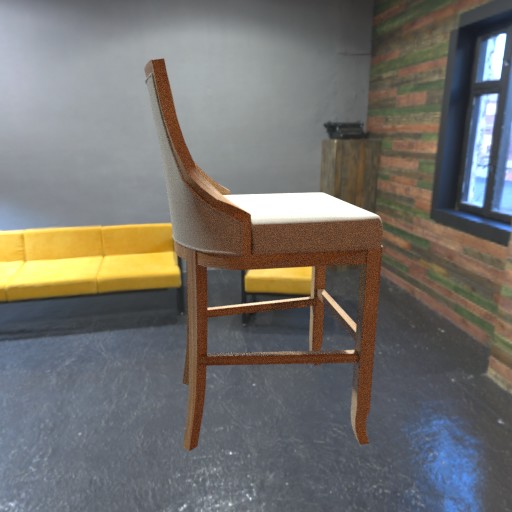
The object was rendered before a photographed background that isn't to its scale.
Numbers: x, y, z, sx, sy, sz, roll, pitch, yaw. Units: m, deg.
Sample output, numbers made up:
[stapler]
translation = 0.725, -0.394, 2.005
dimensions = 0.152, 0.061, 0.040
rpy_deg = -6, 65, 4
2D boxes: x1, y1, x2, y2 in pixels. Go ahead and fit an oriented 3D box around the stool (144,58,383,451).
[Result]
[stool]
translation = 0.000, 0.000, 1.427
dimensions = 0.626, 1.101, 0.524
rpy_deg = -3, 16, -9
